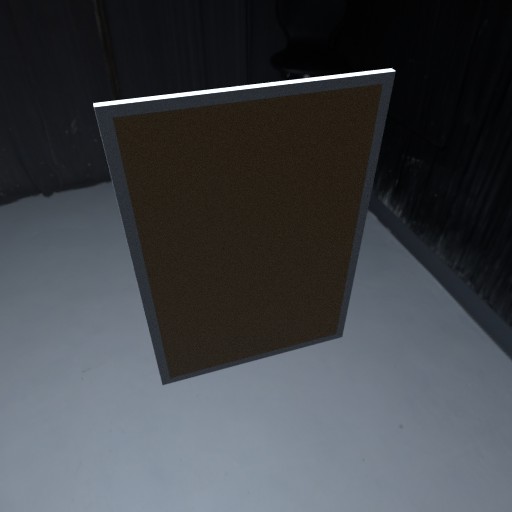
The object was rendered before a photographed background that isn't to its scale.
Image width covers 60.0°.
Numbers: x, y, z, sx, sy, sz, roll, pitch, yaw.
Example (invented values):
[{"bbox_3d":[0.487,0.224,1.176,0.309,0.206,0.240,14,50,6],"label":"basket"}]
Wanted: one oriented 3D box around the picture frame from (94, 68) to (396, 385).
[{"bbox_3d":[0.000,0.000,0.863,0.457,0.657,0.013,-12,42,-13],"label":"picture frame"}]
